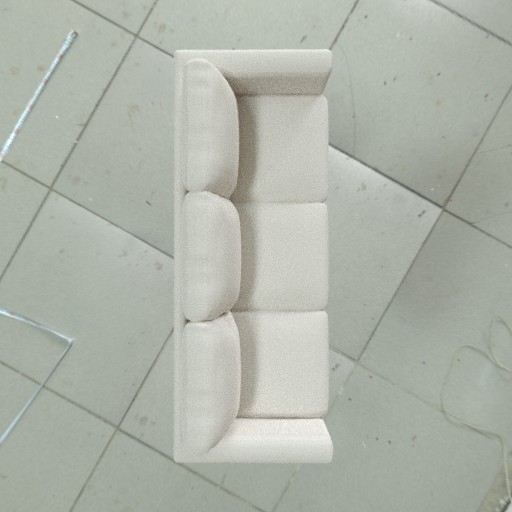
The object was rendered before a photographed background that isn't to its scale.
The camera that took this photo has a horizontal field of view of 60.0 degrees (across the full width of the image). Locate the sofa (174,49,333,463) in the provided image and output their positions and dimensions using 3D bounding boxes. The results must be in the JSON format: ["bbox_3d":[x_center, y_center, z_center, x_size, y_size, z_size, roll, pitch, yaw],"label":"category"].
[{"bbox_3d":[0.000,0.000,2.401,0.802,0.912,2.029,0,90,1],"label":"sofa"}]
